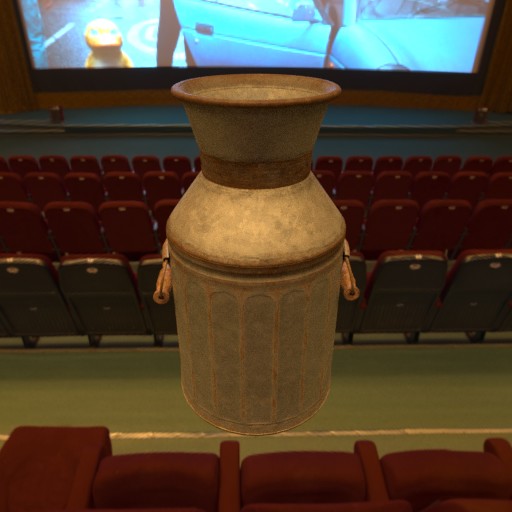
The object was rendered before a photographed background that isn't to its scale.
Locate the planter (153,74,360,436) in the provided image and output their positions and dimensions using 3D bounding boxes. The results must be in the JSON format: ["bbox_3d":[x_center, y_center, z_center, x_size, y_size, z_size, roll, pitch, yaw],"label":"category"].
[{"bbox_3d":[0.000,0.000,0.544,0.245,0.396,0.214,-1,30,-2],"label":"planter"}]
